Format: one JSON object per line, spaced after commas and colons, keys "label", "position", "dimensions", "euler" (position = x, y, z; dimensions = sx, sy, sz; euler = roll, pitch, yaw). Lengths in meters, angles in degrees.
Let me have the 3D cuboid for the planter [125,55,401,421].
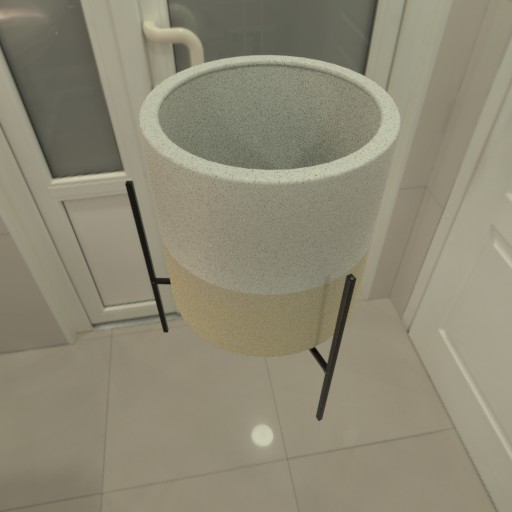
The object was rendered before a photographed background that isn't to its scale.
{"label": "planter", "position": [0.000, 0.000, 0.522], "dimensions": [0.267, 0.362, 0.263], "euler": [-7, 46, -7]}
